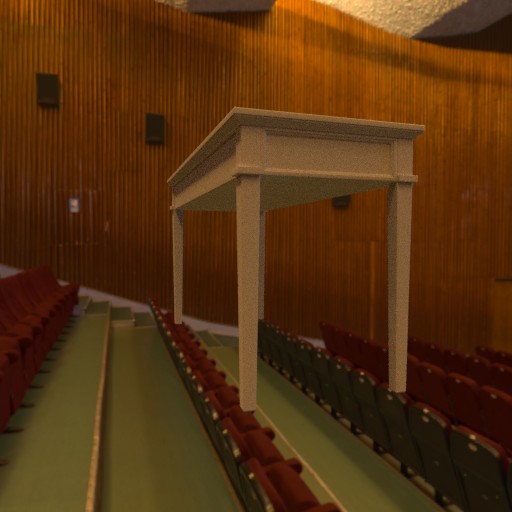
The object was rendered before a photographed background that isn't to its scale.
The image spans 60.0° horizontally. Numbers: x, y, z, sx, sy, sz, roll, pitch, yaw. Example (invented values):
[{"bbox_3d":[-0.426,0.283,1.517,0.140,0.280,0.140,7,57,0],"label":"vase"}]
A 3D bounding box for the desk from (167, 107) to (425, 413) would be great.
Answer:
[{"bbox_3d":[0.000,0.000,1.830,0.559,0.774,1.372,-1,2,-18],"label":"desk"}]
